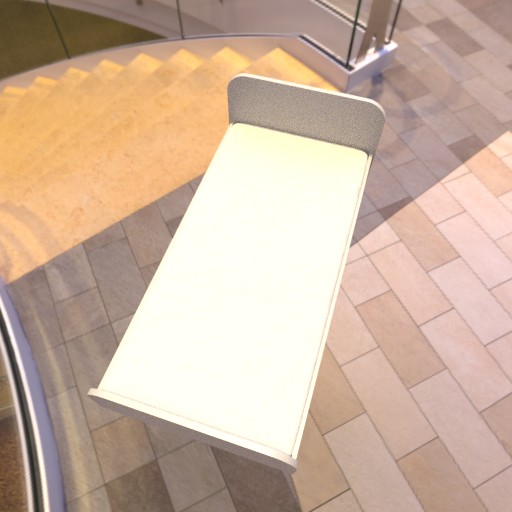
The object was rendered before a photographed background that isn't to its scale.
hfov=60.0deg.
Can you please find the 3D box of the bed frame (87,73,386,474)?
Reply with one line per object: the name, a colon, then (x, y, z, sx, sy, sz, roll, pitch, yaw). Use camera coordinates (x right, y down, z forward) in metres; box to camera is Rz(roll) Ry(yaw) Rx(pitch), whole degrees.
bed frame: (0.000, 0.000, 2.482, 0.998, 0.805, 1.963, 15, 60, 9)
